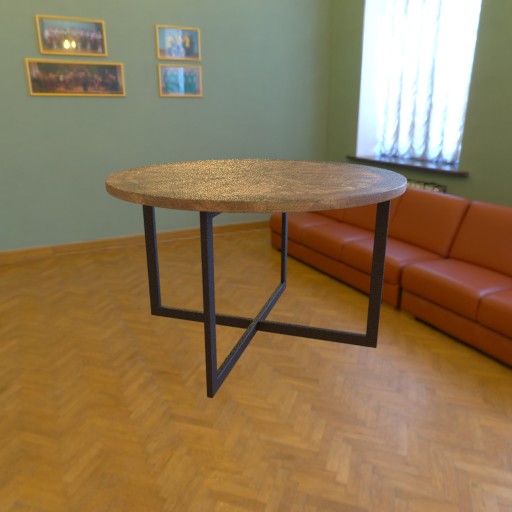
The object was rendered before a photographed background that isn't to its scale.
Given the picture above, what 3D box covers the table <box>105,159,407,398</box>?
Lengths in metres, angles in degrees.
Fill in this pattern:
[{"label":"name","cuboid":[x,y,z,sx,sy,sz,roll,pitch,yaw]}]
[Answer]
[{"label":"table","cuboid":[0.000,0.000,2.067,1.264,0.762,1.264,0,18,0]}]
